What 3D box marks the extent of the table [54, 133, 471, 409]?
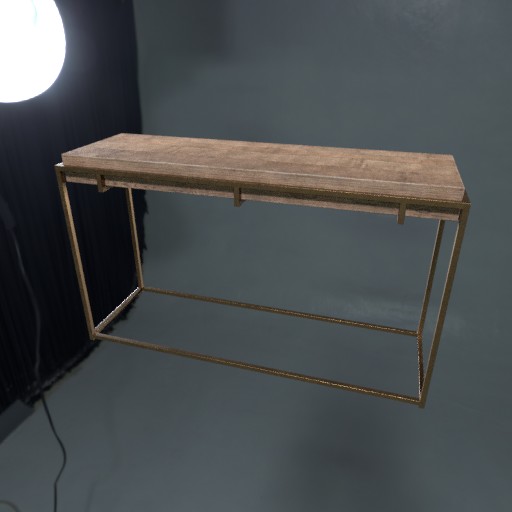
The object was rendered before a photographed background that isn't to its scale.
[{"bbox_3d":[0.000,0.000,1.785,1.400,0.820,0.440,8,28,15],"label":"table"}]
